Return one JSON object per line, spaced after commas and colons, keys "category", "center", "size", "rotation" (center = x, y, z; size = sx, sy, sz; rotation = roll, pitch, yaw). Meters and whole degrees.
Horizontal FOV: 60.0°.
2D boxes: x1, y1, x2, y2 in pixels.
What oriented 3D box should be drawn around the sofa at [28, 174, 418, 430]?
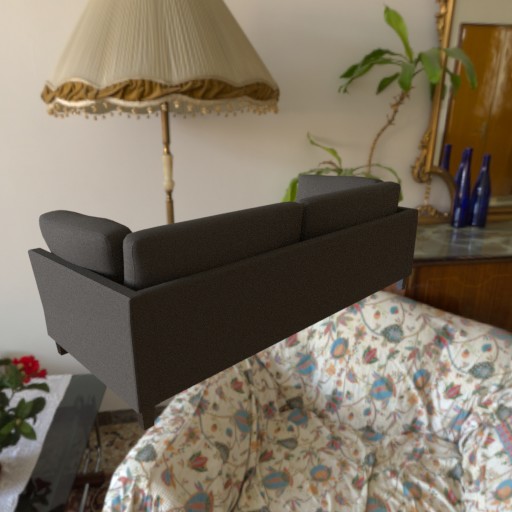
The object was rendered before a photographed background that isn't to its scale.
{"category": "sofa", "center": [0.000, 0.000, 2.723], "size": [2.312, 0.792, 0.969], "rotation": [-17, 24, -42]}
